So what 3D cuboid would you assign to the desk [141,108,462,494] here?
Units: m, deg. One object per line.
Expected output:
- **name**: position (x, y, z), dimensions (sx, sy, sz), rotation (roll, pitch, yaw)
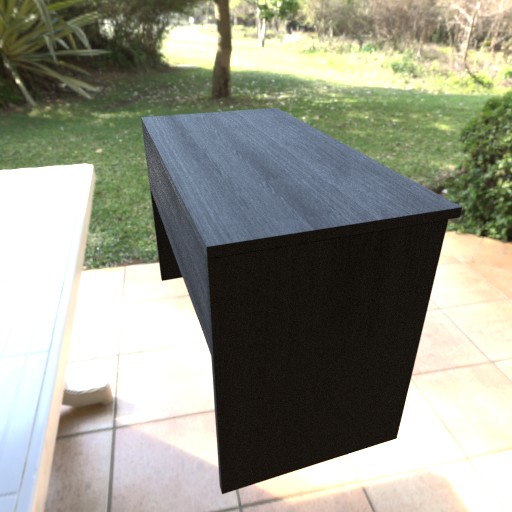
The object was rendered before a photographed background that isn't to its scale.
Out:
- **desk**: position (0.000, 0.000, 1.499), dimensions (0.557, 0.729, 1.099), rotation (-9, 31, -16)
